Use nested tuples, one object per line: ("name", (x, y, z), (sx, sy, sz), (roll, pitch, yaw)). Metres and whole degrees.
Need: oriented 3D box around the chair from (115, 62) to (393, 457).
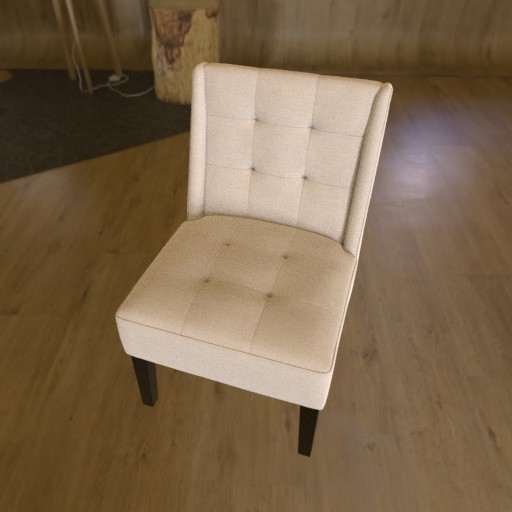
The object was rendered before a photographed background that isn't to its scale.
("chair", (0.000, 0.000, 1.283), (0.569, 0.853, 0.676), (12, 43, 13))
